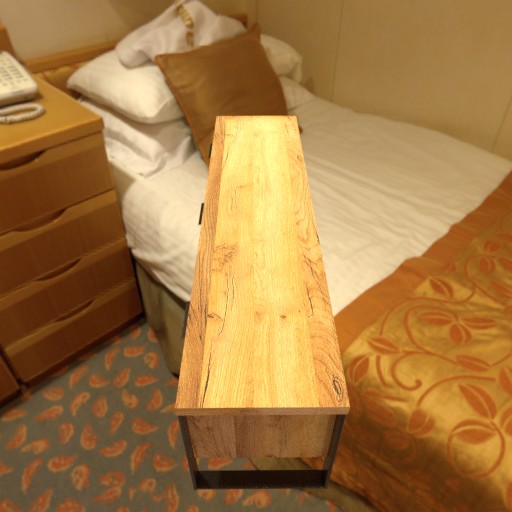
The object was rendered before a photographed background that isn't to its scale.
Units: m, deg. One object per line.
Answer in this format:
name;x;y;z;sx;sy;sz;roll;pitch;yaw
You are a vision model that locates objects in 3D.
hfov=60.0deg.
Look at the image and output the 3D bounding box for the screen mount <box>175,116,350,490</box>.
screen mount;0.000;0.000;1.682;0.395;0.450;1.524;0;41;0
